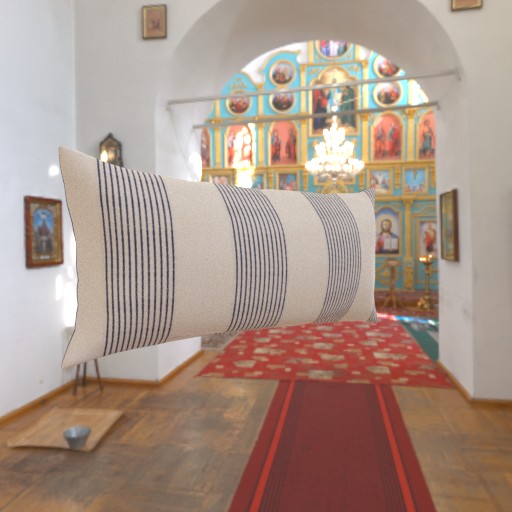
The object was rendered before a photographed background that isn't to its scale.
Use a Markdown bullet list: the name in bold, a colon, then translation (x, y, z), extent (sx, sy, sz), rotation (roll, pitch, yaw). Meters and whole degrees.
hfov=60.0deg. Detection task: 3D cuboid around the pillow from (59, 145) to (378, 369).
- **pillow**: translation (0.000, 0.000, 0.740), extent (0.610, 0.287, 0.151), rotation (0, 1, -35)
